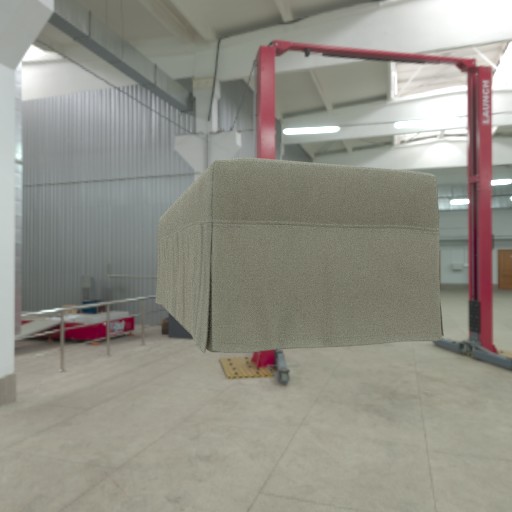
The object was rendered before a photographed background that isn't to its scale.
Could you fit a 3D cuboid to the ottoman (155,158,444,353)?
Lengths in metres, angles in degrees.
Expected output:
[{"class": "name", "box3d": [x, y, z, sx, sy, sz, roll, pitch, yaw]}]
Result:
[{"class": "ottoman", "box3d": [0.000, 0.000, 1.720, 0.665, 0.457, 1.388, 0, -1, -17]}]
